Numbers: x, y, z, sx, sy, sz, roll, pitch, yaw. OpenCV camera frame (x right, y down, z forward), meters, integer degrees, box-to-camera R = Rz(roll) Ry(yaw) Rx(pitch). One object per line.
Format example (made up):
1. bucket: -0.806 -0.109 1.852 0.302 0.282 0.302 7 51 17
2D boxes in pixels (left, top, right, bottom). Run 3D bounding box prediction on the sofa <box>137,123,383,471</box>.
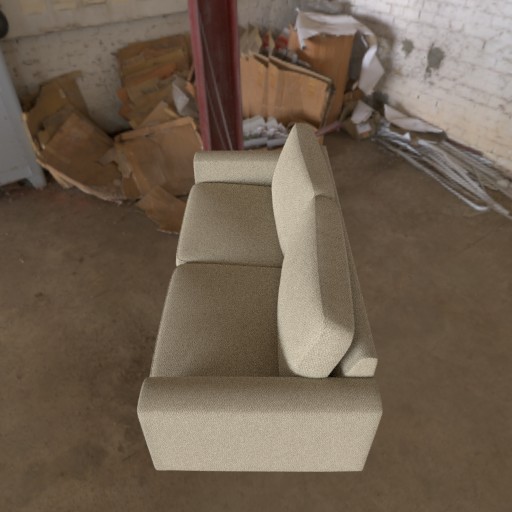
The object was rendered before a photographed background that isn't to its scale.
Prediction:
1. sofa: 0.000 0.000 2.640 1.016 0.873 2.179 0 41 0
